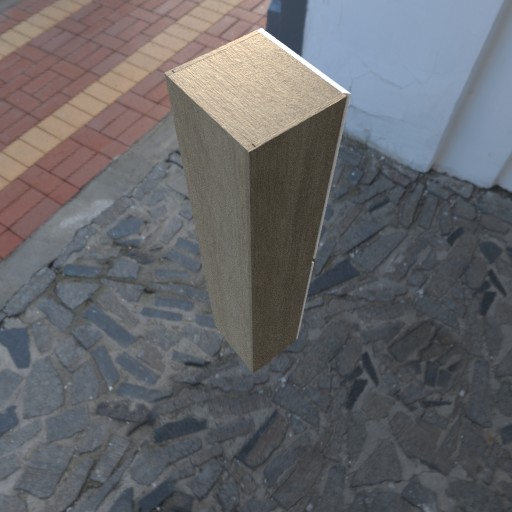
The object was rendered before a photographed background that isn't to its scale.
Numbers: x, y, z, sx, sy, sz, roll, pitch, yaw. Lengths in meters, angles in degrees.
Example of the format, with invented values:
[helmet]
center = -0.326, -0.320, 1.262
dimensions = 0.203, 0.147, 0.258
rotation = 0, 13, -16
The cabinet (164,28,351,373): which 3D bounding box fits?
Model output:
[cabinet]
center = 0.000, 0.000, 1.538
dimensions = 0.270, 1.400, 0.300
rotation = -34, 64, -19
